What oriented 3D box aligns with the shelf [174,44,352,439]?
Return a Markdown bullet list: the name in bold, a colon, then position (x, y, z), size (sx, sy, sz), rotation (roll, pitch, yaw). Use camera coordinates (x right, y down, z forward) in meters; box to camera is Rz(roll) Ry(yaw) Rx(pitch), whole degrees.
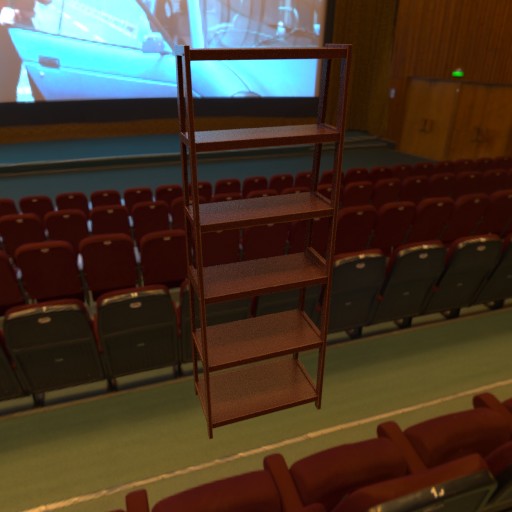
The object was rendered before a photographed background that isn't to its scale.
- **shelf**: position (0.000, 0.000, 2.195), size (0.660, 1.892, 0.381), rotation (-9, 28, -17)
